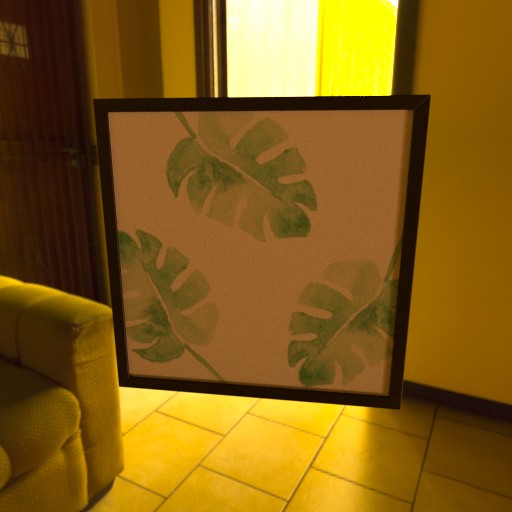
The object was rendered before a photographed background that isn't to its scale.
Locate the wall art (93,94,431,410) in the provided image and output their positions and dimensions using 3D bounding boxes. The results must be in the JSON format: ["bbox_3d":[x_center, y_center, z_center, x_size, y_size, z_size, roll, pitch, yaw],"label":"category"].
[{"bbox_3d":[0.000,0.000,0.452,0.304,0.304,0.038,2,15,8],"label":"wall art"}]
